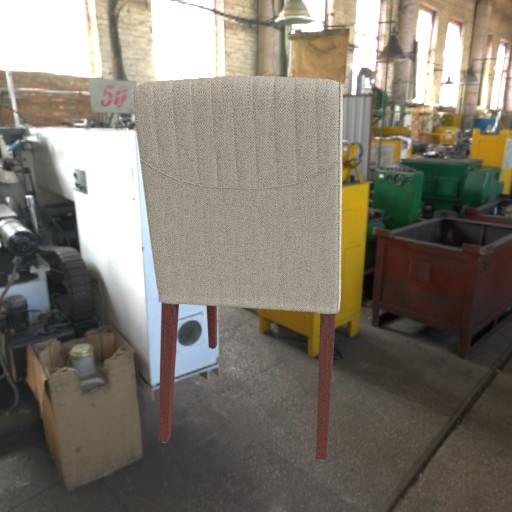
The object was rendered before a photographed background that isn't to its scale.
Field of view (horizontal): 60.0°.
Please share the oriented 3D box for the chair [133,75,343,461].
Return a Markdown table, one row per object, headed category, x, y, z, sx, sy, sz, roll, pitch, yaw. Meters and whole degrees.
| category | x | y | z | sx | sy | sz | roll | pitch | yaw |
| --- | --- | --- | --- | --- | --- | --- | --- | --- | --- |
| chair | 0.000 | 0.000 | 1.258 | 0.480 | 0.900 | 0.594 | 3 | 17 | 9 |
